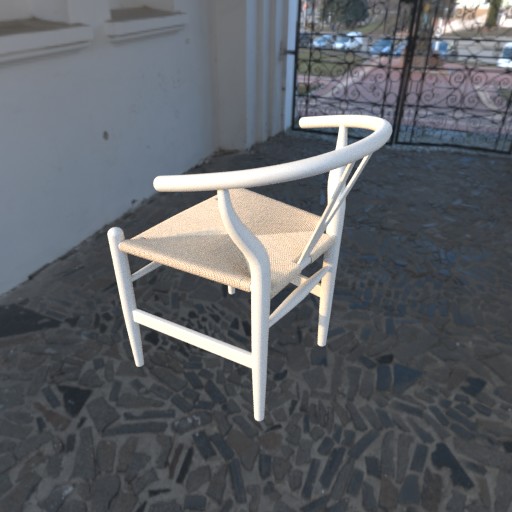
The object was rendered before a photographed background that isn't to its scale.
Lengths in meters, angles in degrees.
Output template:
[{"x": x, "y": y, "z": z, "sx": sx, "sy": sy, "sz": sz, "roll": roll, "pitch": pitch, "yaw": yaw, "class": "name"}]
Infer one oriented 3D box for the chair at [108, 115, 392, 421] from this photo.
[{"x": 0.000, "y": 0.000, "z": 1.166, "sx": 0.579, "sy": 0.730, "sz": 0.569, "roll": 20, "pitch": 37, "yaw": 30, "class": "chair"}]
